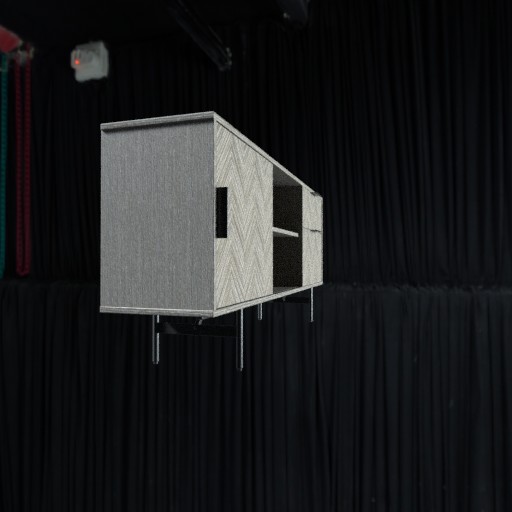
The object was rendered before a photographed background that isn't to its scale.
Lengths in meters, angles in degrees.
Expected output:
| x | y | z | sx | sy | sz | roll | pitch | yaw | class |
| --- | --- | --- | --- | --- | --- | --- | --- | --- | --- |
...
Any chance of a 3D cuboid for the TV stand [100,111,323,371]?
| x | y | z | sx | sy | sz | roll | pitch | yaw | class |
| --- | --- | --- | --- | --- | --- | --- | --- | --- | --- |
| 0.000 | 0.000 | 2.139 | 0.405 | 0.787 | 1.804 | 0 | -1 | 18 | TV stand |
